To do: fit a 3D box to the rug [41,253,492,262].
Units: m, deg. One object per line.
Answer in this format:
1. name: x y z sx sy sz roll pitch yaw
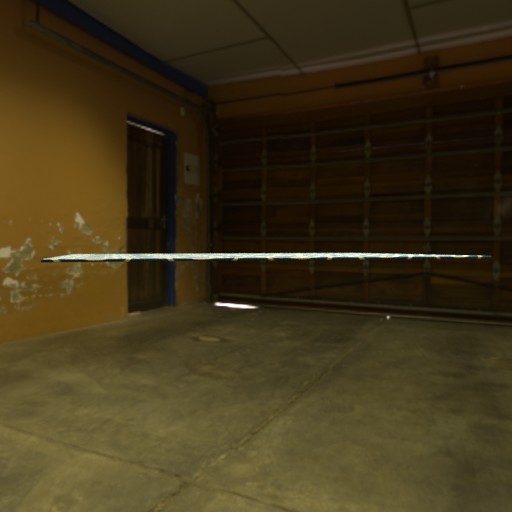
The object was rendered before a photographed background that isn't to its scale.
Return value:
1. rug: 0.000 0.000 2.163 1.753 0.010 1.143 0 1 -18
